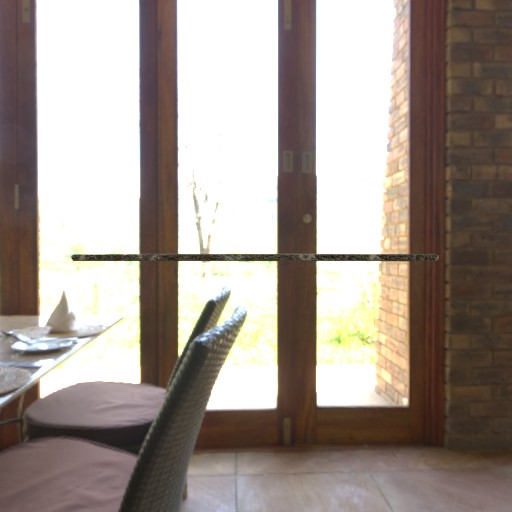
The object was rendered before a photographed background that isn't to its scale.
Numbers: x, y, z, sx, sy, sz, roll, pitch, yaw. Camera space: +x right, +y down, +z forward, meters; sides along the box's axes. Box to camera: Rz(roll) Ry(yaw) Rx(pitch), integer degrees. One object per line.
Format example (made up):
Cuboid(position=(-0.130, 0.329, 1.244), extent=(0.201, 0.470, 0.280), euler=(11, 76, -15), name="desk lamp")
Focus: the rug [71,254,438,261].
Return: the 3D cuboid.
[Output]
Cuboid(position=(0.000, 0.000, 3.041), extent=(1.524, 0.030, 2.438), euler=(0, 0, 0), name="rug")
